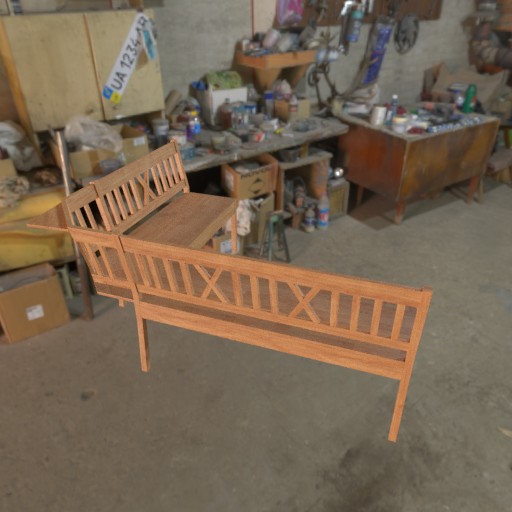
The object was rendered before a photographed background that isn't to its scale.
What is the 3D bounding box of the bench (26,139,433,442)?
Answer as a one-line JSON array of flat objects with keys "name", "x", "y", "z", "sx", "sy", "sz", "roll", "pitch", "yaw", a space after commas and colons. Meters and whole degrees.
[{"name": "bench", "x": 0.000, "y": 0.000, "z": 2.767, "sx": 1.937, "sy": 0.902, "sz": 1.537, "roll": 10, "pitch": 31, "yaw": 17}]
